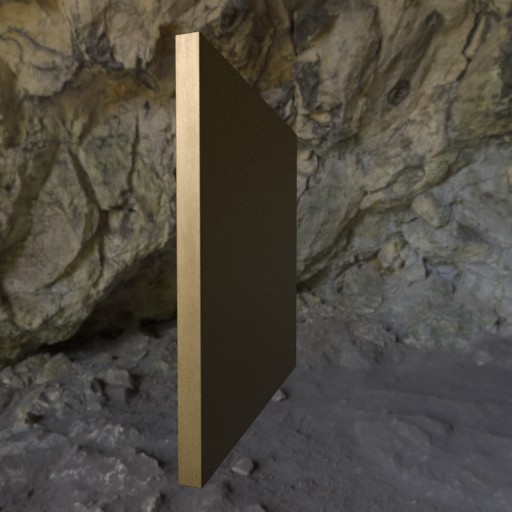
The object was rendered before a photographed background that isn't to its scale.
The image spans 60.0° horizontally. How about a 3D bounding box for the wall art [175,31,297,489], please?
[{"bbox_3d":[0.000,0.000,0.733,0.030,0.506,0.503,1,2,17],"label":"wall art"}]
